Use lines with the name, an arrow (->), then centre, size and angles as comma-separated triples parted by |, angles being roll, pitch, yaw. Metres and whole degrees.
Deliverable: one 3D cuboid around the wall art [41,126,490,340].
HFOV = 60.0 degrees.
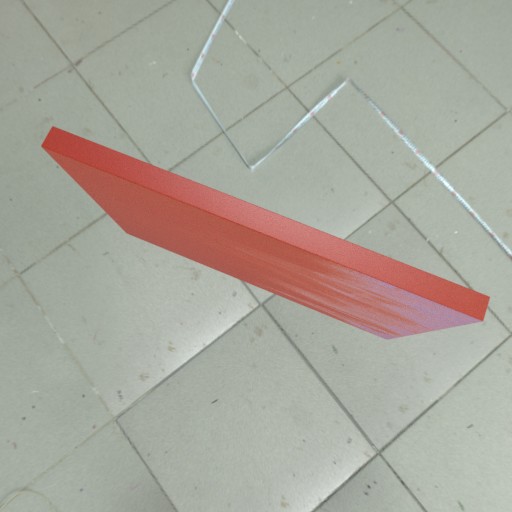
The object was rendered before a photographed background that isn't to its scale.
wall art -> 0.000, 0.000, 0.762 | 0.607, 0.405, 0.033 | 22, 77, 5
